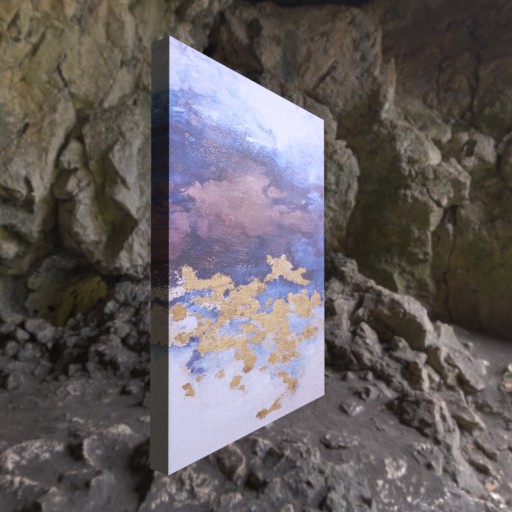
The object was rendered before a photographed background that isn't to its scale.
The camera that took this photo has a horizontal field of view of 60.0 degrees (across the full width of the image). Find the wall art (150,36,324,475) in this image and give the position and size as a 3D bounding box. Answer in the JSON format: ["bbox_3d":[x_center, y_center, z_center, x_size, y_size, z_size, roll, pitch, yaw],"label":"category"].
[{"bbox_3d":[0.000,0.000,0.770,0.036,0.581,0.437,-1,-1,36],"label":"wall art"}]
